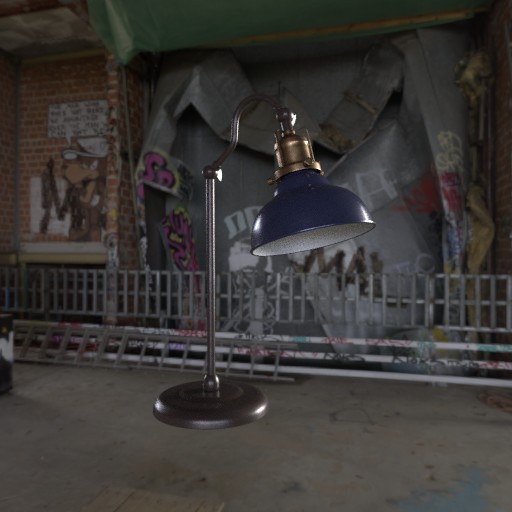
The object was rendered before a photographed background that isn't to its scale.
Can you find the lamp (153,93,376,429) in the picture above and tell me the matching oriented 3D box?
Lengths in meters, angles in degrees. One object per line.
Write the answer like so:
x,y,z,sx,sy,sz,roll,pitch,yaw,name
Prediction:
0.000,0.000,0.693,0.374,0.508,0.192,0,-1,35,lamp
